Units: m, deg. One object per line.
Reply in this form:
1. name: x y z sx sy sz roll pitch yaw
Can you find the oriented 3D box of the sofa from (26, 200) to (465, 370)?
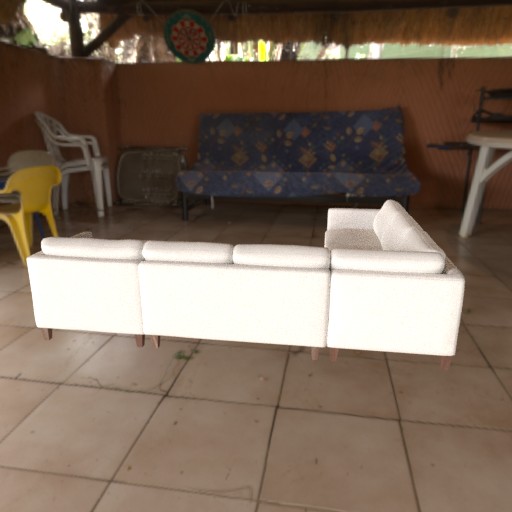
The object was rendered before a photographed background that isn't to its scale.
1. sofa: 0.000 0.000 4.423 3.238 0.853 2.551 2 17 8
